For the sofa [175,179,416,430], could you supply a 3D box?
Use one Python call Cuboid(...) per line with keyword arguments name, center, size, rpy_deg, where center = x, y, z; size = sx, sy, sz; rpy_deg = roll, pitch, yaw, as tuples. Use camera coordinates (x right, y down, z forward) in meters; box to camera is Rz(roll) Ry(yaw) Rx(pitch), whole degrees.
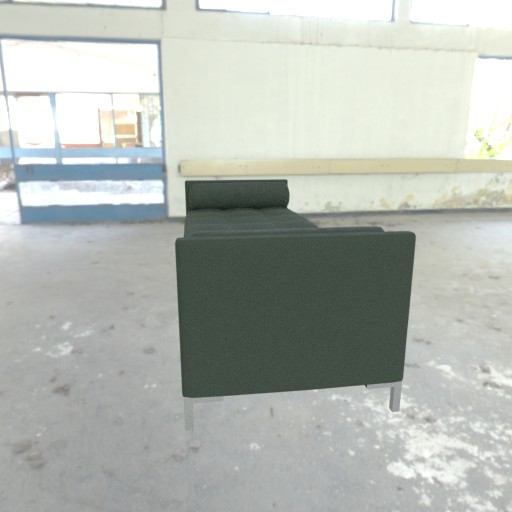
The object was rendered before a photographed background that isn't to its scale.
Cuboid(name="sofa", center=(0.000, 0.000, 2.446), size=(0.797, 0.657, 2.102), rpy_deg=(-2, 15, -8))
